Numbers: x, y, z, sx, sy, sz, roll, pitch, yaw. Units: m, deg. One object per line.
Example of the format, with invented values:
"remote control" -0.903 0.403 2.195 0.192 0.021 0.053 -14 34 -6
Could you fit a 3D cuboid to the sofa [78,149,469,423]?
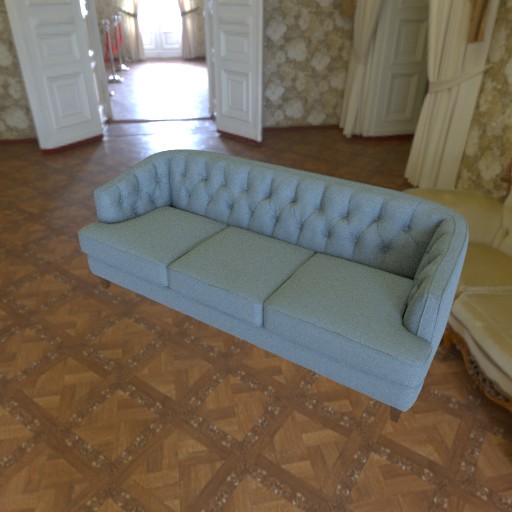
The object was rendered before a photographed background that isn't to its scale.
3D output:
"sofa" 0.000 0.000 2.733 2.278 0.855 0.941 18 35 28
